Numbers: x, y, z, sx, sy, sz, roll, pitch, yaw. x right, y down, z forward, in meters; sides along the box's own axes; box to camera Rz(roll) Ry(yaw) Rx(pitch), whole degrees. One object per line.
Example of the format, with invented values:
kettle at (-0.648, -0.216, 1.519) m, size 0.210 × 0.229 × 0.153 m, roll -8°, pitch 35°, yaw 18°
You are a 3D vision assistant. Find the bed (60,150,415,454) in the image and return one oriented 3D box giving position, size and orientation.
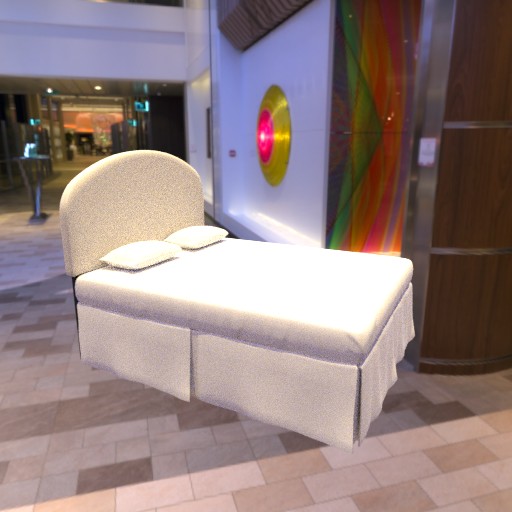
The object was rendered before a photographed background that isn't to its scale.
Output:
bed at (0.000, 0.000, 3.072) m, size 2.005 × 1.410 × 1.607 m, roll 7°, pitch 16°, yaw 26°
